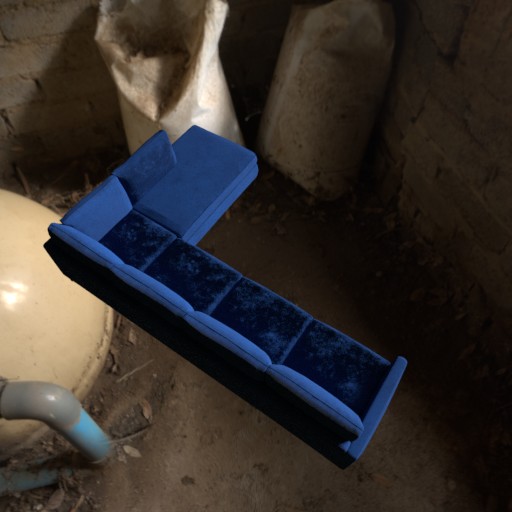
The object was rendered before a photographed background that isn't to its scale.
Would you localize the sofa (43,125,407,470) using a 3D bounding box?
[{"bbox_3d":[0.000,0.000,3.212,2.486,0.687,1.707,30,62,18],"label":"sofa"}]
